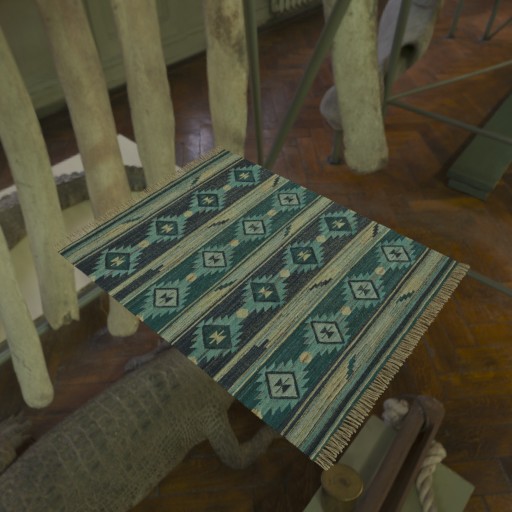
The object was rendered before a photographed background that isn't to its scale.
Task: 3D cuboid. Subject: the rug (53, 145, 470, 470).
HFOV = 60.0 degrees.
[{"bbox_3d":[0.000,0.000,4.292,3.307,0.047,2.418,31,53,27],"label":"rug"}]
